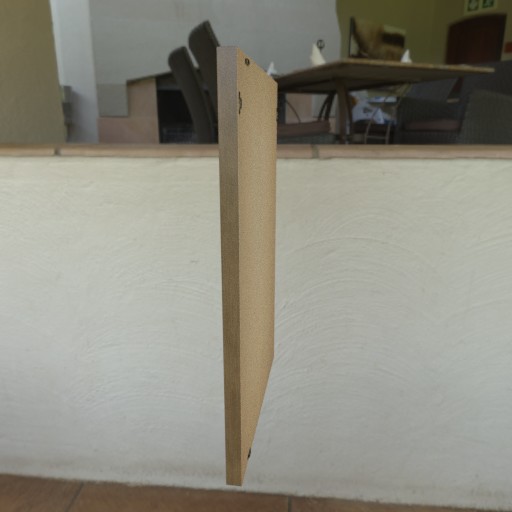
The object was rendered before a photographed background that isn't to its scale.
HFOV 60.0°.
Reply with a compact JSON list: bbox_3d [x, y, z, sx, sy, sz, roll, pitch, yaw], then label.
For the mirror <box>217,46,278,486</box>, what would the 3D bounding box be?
[{"bbox_3d":[0.000,0.000,1.172,0.041,0.915,0.609,2,16,9],"label":"mirror"}]
